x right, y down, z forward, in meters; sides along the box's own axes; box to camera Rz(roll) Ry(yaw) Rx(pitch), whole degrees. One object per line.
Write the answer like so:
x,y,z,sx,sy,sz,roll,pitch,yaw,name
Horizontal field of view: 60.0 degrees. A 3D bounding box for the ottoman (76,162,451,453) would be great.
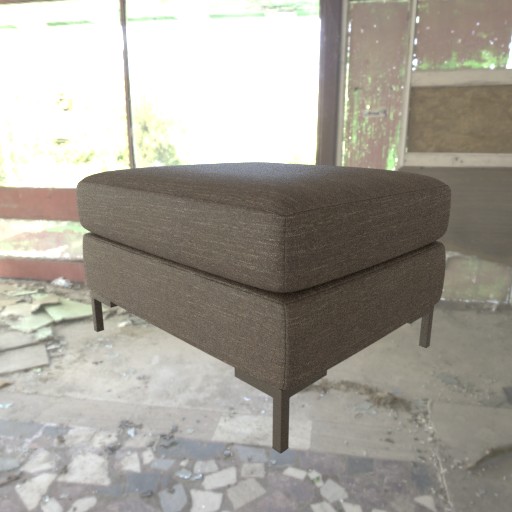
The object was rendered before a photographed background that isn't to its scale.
0.000,0.000,1.228,0.671,0.490,0.820,-15,21,-43,ottoman
